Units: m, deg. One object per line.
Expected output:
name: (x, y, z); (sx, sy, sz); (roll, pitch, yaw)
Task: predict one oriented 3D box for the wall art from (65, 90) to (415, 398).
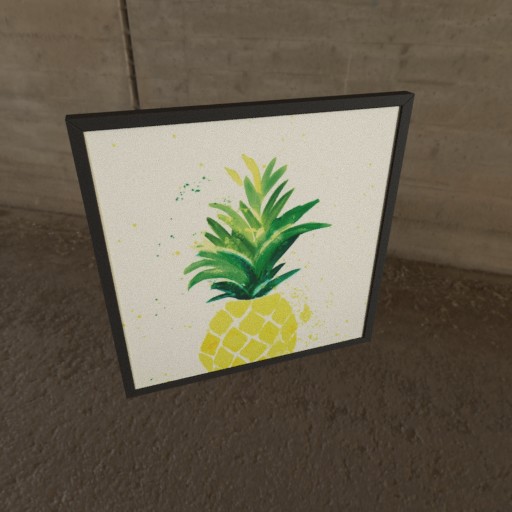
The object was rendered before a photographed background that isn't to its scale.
wall art: (0.000, 0.000, 1.140); (0.762, 0.760, 0.037); (-9, 33, -15)
